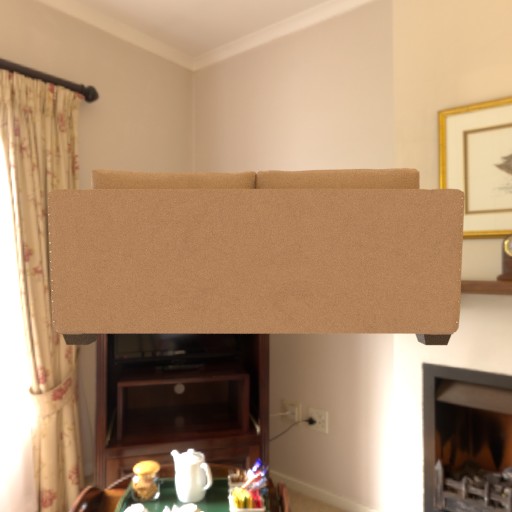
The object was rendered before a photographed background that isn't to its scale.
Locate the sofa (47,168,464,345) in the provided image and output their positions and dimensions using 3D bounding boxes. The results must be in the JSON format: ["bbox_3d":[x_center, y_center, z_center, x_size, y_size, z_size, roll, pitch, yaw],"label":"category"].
[{"bbox_3d":[0.000,0.000,2.588,1.967,0.901,1.030,0,-1,0],"label":"sofa"}]
